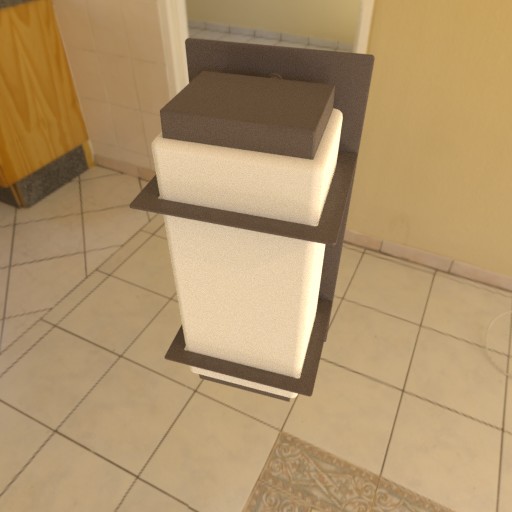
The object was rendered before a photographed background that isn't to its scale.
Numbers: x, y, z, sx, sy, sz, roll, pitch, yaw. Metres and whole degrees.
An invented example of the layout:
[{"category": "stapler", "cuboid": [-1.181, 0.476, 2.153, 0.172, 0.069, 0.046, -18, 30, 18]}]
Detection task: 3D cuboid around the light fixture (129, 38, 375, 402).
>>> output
[{"category": "light fixture", "cuboid": [0.000, 0.000, 0.424, 0.153, 0.347, 0.146, 11, 43, 12]}]
